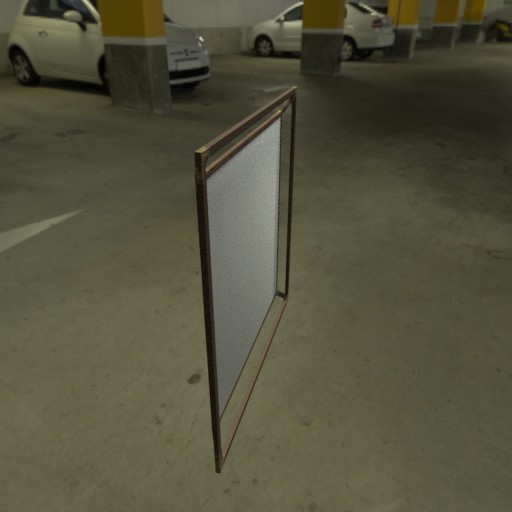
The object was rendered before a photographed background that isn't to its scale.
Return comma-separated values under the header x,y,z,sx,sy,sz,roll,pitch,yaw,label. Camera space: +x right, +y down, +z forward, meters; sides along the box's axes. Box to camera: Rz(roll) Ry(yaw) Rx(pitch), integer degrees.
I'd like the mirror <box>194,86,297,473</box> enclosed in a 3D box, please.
x,y,z,sx,sy,sz,roll,pitch,yaw,label
0.000,0.000,0.952,0.032,0.610,0.610,8,29,14,mirror
